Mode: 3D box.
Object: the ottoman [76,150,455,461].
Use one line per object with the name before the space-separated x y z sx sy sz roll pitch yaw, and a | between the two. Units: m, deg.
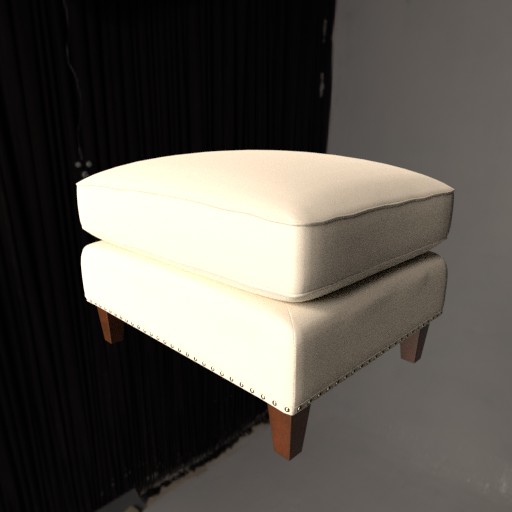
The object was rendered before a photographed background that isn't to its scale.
ottoman | 0.000 0.000 1.109 0.741 0.513 0.584 15 22 43
